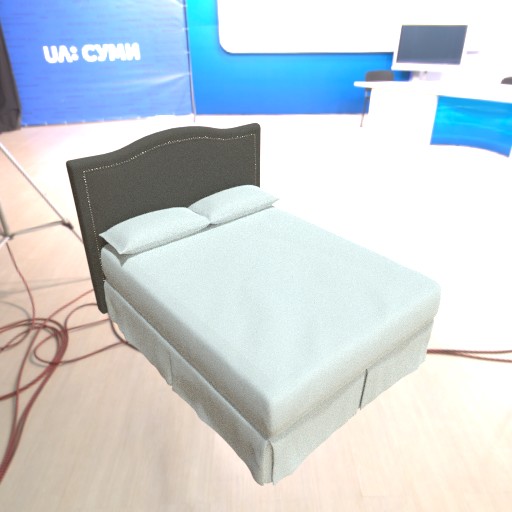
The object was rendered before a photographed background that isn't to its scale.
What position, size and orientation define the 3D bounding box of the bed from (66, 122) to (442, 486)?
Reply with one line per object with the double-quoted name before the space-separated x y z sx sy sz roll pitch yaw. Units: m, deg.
"bed" 0.000 0.000 3.063 1.666 1.387 2.036 -23 37 -34
